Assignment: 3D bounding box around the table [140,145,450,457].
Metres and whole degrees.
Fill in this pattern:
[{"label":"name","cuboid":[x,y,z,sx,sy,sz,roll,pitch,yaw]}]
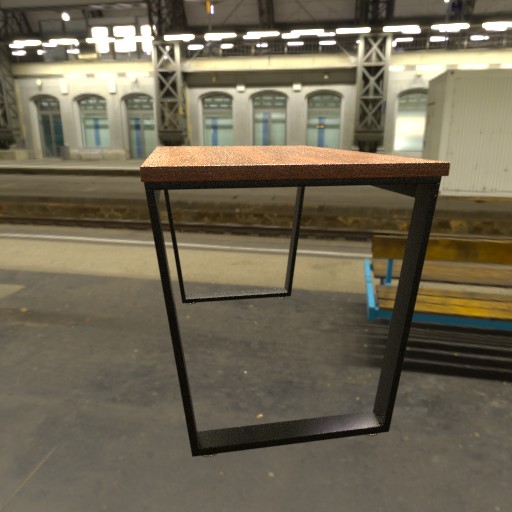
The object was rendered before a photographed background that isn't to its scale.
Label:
[{"label":"table","cuboid":[0.000,0.000,1.658,0.714,0.760,1.205,-3,16,-10]}]
